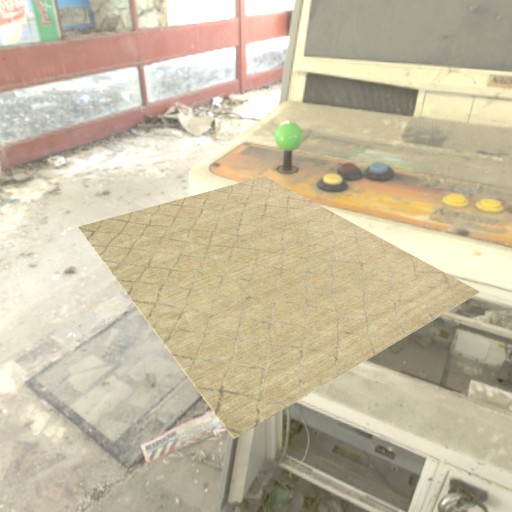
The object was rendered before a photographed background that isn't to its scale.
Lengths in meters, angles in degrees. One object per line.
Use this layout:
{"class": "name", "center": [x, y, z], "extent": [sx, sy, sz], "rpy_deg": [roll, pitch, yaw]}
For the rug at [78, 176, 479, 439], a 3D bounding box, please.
{"class": "rug", "center": [0.000, 0.000, 4.158], "extent": [2.420, 0.019, 3.038], "rpy_deg": [-20, 38, -29]}
